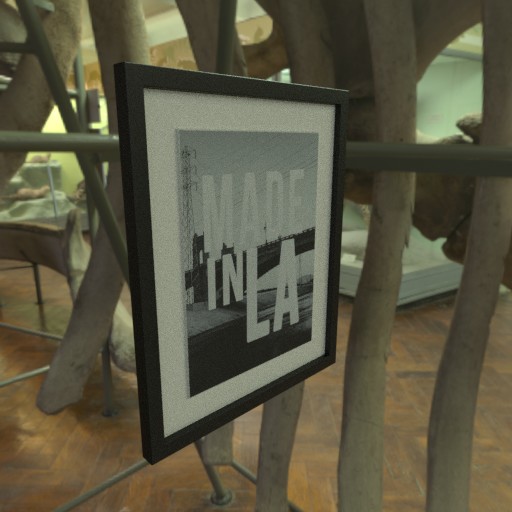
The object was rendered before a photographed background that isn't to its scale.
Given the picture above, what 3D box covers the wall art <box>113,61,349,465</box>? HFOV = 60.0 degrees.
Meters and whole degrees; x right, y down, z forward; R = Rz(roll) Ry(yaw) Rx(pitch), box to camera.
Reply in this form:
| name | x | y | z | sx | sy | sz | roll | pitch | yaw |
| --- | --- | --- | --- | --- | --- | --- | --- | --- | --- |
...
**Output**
| name | x | y | z | sx | sy | sz | roll | pitch | yaw |
| --- | --- | --- | --- | --- | --- | --- | --- | --- | --- |
| wall art | 0.000 | 0.000 | 0.752 | 0.457 | 0.559 | 0.028 | -14 | 20 | -42 |
